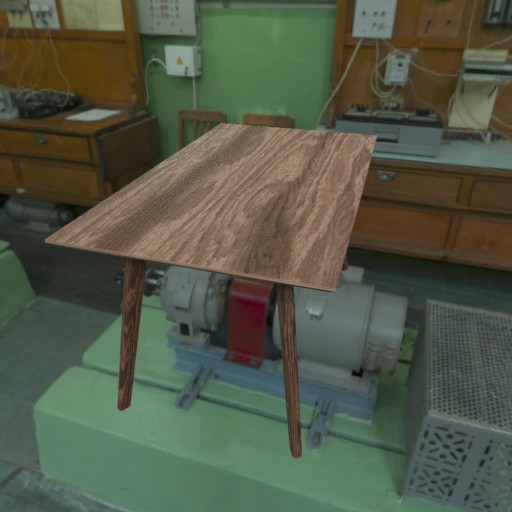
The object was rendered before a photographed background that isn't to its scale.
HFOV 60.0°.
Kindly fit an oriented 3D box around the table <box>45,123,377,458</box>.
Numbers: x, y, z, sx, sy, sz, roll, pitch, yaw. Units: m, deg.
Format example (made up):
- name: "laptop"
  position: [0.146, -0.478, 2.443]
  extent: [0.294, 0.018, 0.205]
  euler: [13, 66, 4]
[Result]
- name: "table"
  position: [0.000, 0.000, 1.856]
  extent: [0.801, 0.724, 1.349]
  euler: [9, 32, 15]
